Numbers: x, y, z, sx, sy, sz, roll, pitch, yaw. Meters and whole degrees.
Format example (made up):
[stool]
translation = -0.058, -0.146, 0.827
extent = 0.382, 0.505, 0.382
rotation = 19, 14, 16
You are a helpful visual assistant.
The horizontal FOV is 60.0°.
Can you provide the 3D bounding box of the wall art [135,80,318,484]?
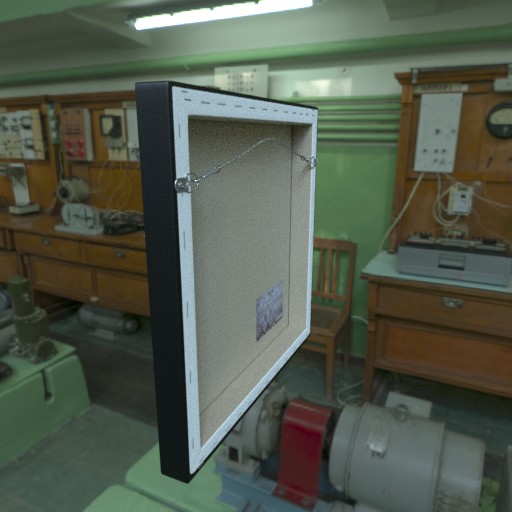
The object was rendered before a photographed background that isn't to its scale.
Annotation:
[wall art]
translation = 0.000, 0.000, 0.604
extent = 0.041, 0.407, 0.406
rotation = 7, 17, 25
